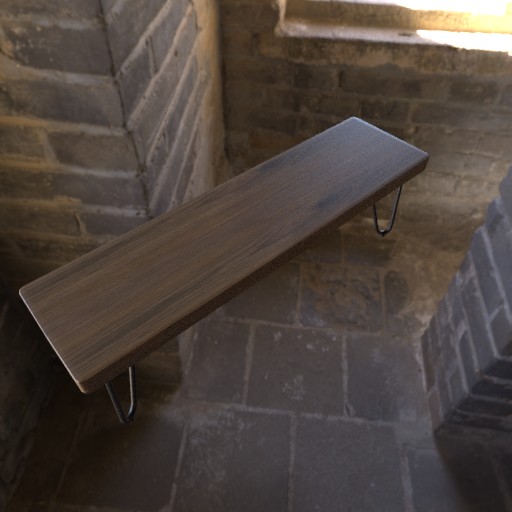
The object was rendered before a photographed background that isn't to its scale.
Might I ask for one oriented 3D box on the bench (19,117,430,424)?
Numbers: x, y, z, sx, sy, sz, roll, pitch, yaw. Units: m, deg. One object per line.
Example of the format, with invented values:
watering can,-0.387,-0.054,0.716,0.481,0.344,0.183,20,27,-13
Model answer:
bench,0.000,0.000,1.761,1.570,0.462,0.425,-32,55,-27
